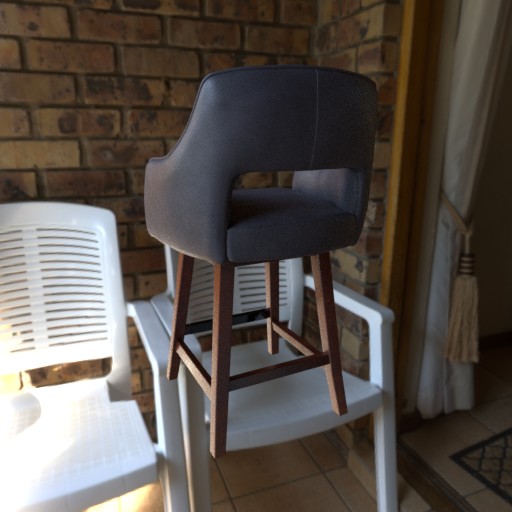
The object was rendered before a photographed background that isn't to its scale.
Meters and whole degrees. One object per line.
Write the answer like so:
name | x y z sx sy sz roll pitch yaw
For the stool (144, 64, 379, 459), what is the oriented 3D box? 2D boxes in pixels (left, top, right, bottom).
stool | 0.000 0.000 1.255 0.550 0.936 0.560 -8 18 -26
